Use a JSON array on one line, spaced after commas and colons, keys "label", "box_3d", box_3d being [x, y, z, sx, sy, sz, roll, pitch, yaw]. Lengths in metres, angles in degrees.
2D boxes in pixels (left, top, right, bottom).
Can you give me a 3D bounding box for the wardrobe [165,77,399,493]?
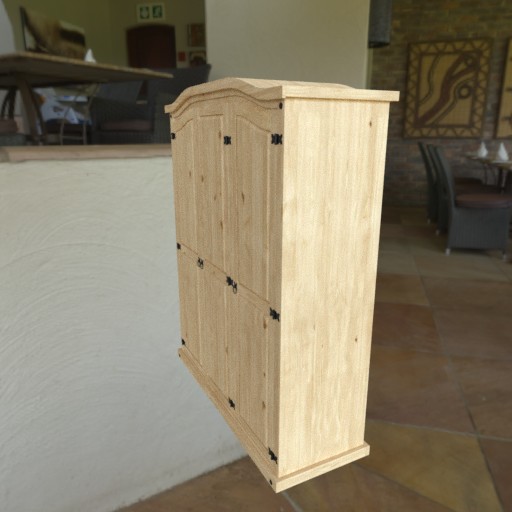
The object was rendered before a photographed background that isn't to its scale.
[{"label": "wardrobe", "box_3d": [0.000, 0.000, 2.593, 0.570, 1.870, 1.500, -8, 18, -26]}]
